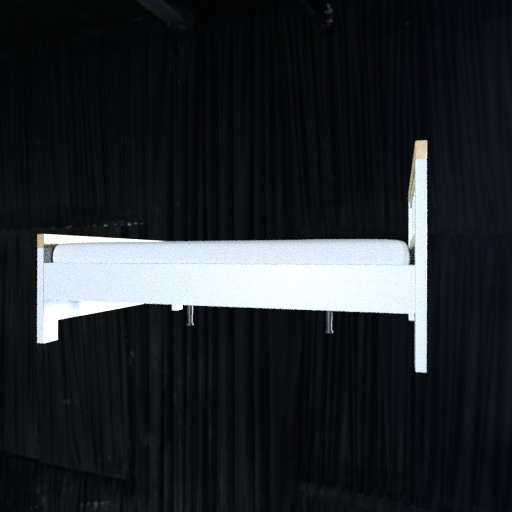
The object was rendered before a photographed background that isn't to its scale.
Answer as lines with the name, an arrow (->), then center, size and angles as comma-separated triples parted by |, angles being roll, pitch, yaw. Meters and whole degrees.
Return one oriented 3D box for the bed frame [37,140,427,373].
bed frame -> 0.000, 0.000, 2.969 | 2.050, 0.980, 1.670 | 0, 0, 18
